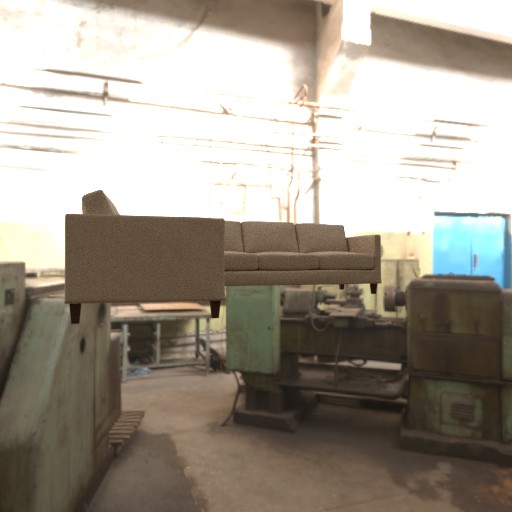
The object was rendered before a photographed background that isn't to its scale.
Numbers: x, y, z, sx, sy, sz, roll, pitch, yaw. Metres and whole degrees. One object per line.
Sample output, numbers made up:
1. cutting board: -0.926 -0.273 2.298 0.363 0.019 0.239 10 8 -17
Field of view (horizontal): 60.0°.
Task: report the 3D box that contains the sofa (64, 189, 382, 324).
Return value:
1. sofa: 0.000 0.000 4.314 3.182 0.863 2.432 0 0 -17
